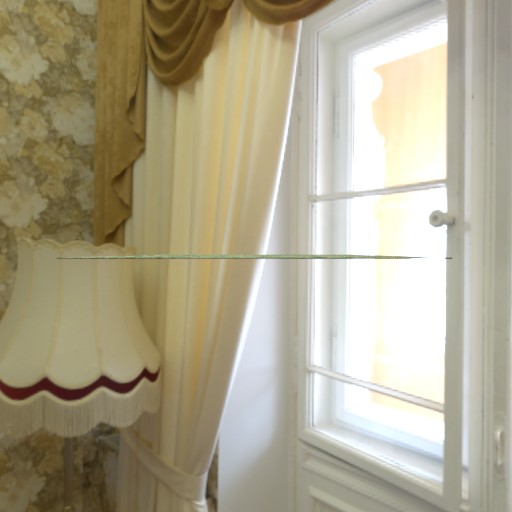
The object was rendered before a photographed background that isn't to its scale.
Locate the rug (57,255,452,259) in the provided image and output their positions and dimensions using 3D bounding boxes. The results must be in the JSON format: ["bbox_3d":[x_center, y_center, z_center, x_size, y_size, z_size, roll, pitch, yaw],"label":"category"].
[{"bbox_3d":[0.000,0.000,4.245,2.436,0.007,3.045,0,1,1],"label":"rug"}]
